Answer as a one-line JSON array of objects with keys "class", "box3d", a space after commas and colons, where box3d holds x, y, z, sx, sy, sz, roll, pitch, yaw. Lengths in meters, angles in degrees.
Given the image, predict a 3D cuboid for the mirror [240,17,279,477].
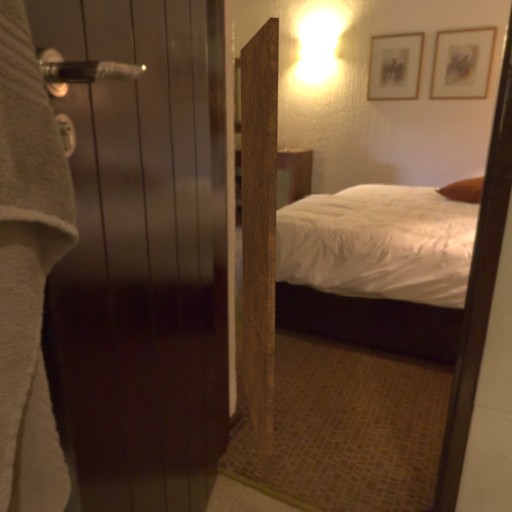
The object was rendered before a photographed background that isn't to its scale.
[{"class": "mirror", "box3d": [0.000, 0.000, 2.267, 0.032, 2.031, 0.812, -3, 17, -9]}]
